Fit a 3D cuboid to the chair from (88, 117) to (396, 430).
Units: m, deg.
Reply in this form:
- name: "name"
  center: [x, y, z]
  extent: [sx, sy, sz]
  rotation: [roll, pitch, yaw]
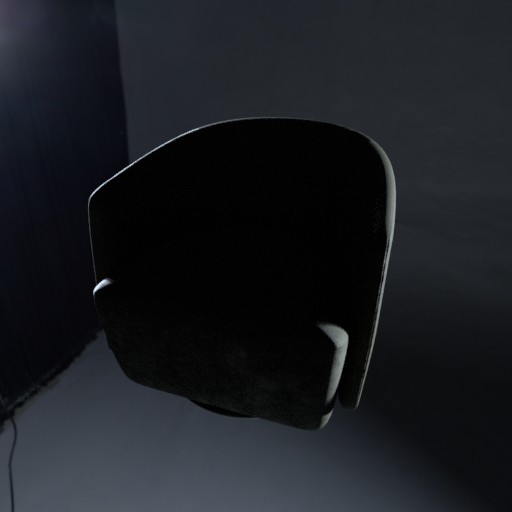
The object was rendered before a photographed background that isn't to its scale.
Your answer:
- name: "chair"
  center: [0.000, 0.000, 1.343]
  extent: [0.773, 0.698, 0.767]
  rotation: [9, 29, 17]
